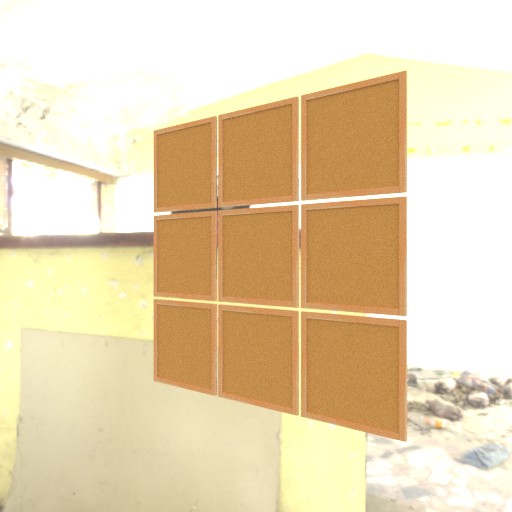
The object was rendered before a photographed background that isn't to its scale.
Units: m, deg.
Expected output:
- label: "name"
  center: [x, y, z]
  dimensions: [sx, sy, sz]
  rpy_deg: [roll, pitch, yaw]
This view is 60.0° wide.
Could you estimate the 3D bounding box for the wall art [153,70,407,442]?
- label: "wall art"
  center: [0.000, 0.000, 1.809]
  dimensions: [1.216, 1.220, 0.013]
  rpy_deg: [0, 0, 35]
